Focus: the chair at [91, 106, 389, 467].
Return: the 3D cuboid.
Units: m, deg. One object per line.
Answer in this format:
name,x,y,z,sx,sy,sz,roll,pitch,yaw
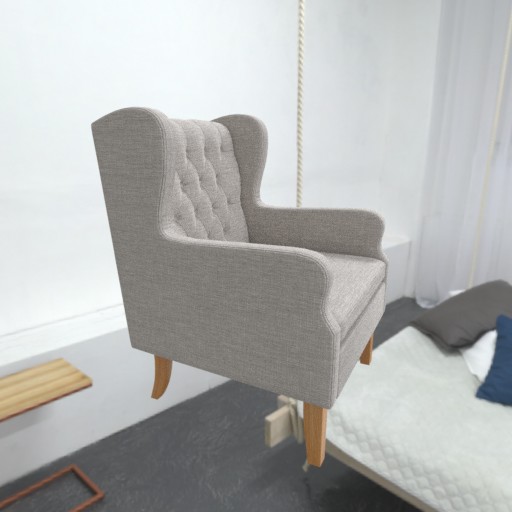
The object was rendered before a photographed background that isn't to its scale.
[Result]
chair,0.000,0.000,1.482,0.760,0.930,0.710,8,17,25
